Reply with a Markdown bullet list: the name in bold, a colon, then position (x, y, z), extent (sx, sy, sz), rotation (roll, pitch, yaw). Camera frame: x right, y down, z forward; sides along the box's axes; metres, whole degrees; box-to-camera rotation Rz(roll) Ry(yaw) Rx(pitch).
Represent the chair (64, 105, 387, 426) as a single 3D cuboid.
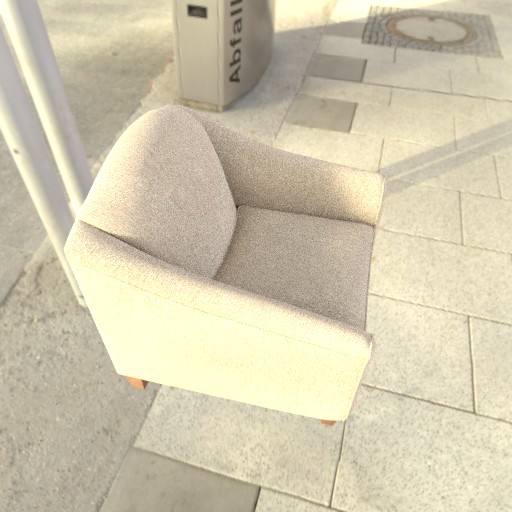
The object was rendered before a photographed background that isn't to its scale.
- **chair**: position (0.000, 0.000, 1.460), extent (0.787, 0.839, 0.763), rotation (10, 46, 10)
